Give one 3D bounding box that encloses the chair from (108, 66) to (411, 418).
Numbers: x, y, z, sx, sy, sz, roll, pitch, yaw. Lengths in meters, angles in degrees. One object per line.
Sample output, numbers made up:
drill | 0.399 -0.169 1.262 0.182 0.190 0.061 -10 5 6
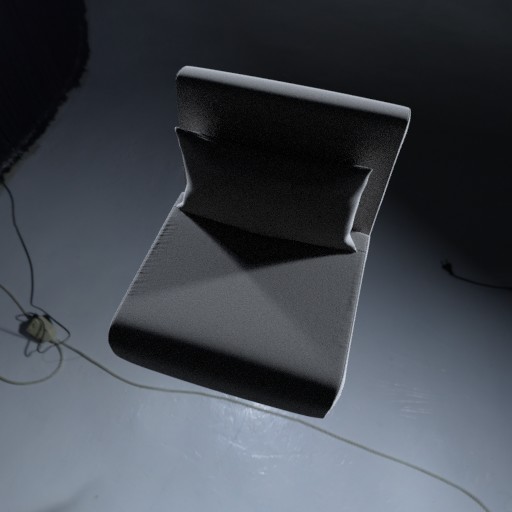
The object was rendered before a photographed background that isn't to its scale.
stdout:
chair | 0.000 0.000 1.547 0.770 0.808 0.902 14 59 9
